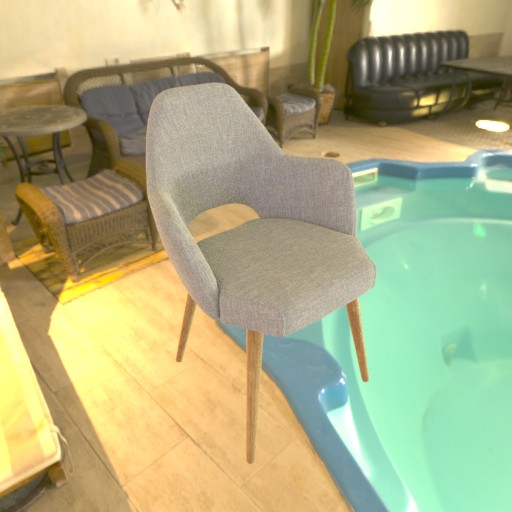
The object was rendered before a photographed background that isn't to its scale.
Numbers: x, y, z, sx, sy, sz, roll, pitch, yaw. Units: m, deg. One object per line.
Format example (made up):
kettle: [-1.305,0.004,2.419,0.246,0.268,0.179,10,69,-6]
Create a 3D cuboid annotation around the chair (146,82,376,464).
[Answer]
chair: [0.000,0.000,1.257,0.590,0.840,0.610,-22,37,-32]
